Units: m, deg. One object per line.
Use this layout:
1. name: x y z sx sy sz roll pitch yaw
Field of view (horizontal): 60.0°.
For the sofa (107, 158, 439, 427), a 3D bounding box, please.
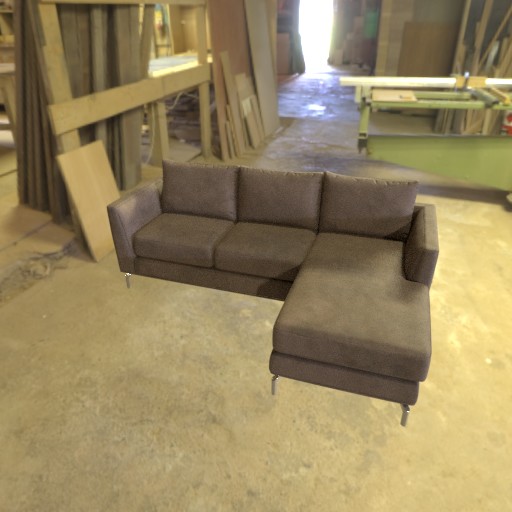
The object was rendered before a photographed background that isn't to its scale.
1. sofa: 0.000 0.000 3.245 2.438 0.987 1.622 9 29 16
